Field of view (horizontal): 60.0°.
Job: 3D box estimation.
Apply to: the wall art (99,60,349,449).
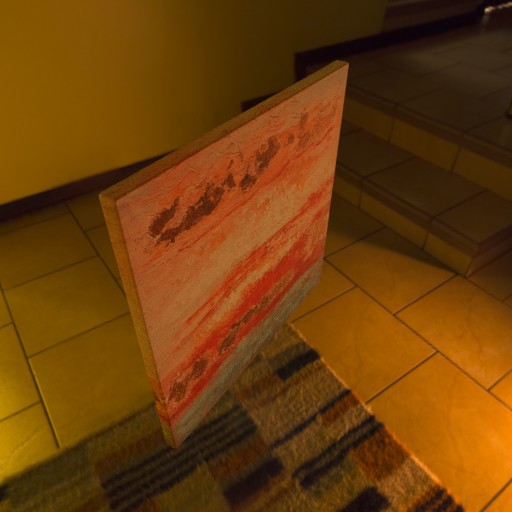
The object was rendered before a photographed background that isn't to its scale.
[{"bbox_3d":[0.000,0.000,1.107,0.035,0.747,0.747,25,47,26],"label":"wall art"}]
